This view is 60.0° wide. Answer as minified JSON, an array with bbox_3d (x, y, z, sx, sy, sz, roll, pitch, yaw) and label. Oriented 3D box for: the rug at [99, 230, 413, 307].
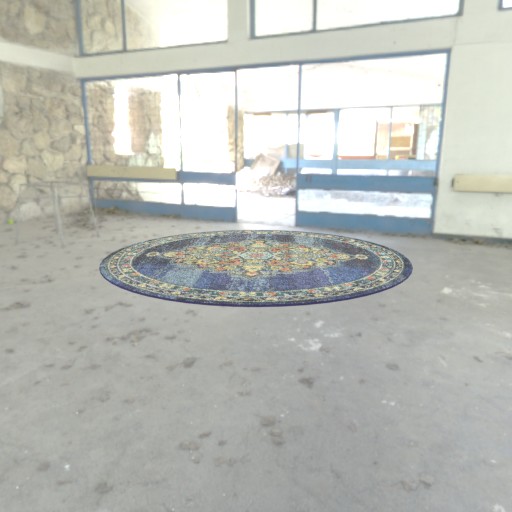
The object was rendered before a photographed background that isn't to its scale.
[{"bbox_3d":[0.000,0.000,3.567,2.386,0.014,2.386,0,13,0],"label":"rug"}]
